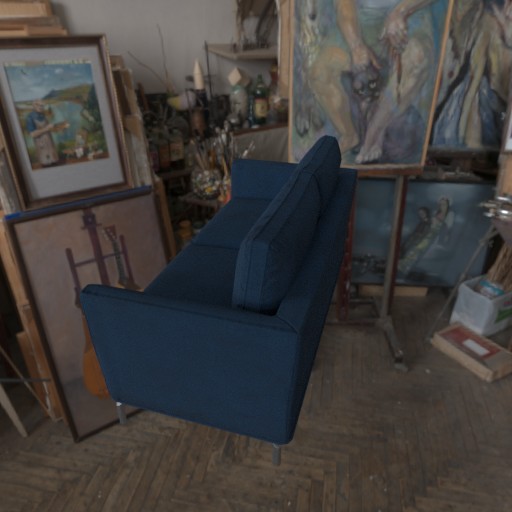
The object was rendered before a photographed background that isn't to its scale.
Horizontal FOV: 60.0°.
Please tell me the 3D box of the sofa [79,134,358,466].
[{"bbox_3d":[0.000,0.000,2.385,0.853,1.002,1.770,9,30,15],"label":"sofa"}]
